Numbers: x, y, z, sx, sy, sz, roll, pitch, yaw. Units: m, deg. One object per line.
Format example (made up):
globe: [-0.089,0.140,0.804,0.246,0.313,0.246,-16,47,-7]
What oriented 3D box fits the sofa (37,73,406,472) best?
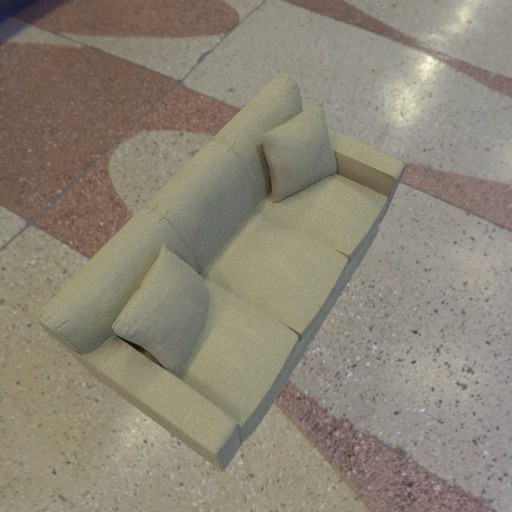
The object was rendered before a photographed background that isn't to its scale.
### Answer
sofa: [0.000,0.000,2.557,0.997,0.958,2.024,29,62,17]
